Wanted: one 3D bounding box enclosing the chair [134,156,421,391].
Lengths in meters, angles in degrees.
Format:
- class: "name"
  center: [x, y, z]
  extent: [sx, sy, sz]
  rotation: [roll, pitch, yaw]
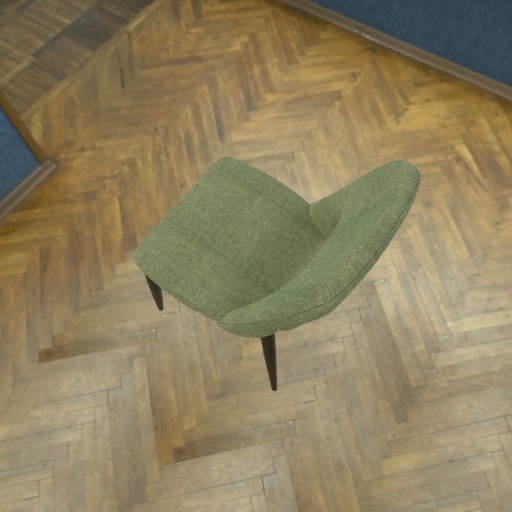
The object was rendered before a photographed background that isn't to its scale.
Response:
- class: "chair"
  center: [0.000, 0.000, 1.280]
  extent: [0.612, 0.931, 0.470]
  rotation: [32, 68, 15]
